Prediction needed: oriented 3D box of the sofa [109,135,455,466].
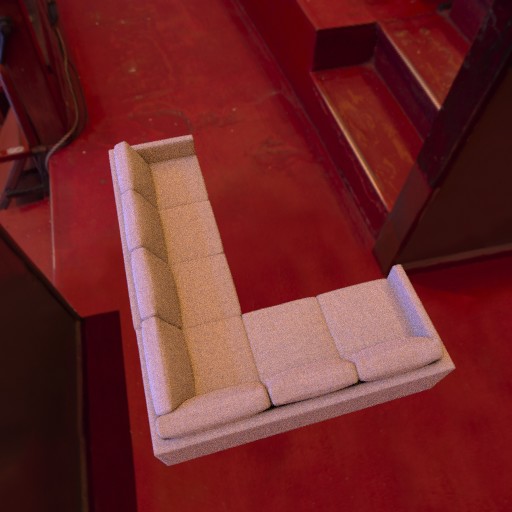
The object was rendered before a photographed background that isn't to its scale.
[{"bbox_3d":[0.000,0.000,4.360,2.432,0.863,3.182,-13,59,-8],"label":"sofa"}]
